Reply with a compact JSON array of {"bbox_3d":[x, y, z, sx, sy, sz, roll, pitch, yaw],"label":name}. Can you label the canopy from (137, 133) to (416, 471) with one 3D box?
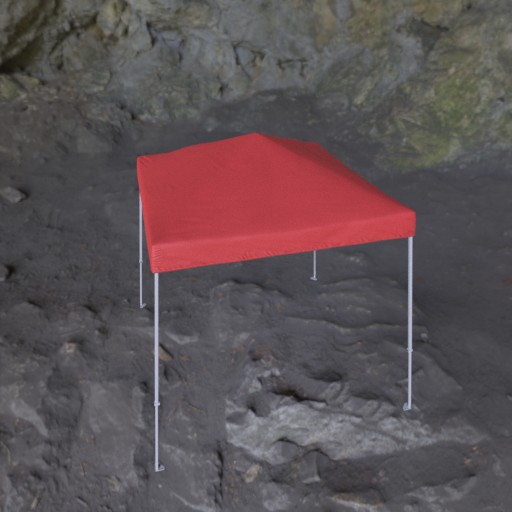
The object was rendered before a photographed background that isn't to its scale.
[{"bbox_3d":[0.000,0.000,5.147,2.848,2.849,2.849,-8,31,-14],"label":"canopy"}]
